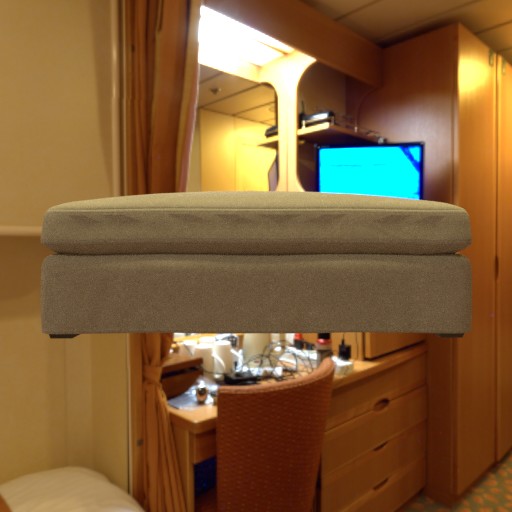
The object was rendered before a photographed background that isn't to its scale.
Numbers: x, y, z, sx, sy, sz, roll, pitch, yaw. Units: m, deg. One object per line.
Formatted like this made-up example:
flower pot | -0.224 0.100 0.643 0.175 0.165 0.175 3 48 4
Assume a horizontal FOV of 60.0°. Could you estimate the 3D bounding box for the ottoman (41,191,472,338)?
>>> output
ottoman | 0.000 0.000 1.587 1.199 0.429 0.840 0 1 -1
